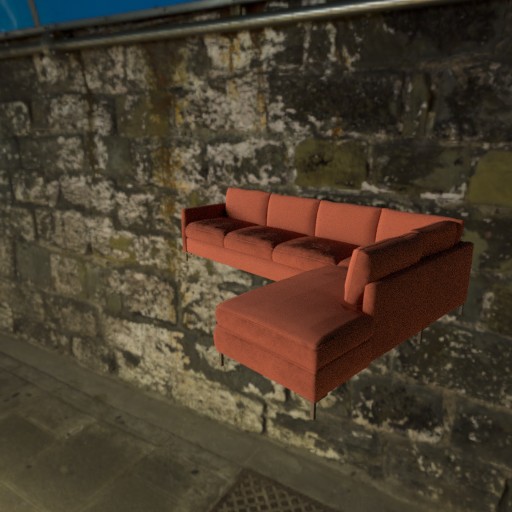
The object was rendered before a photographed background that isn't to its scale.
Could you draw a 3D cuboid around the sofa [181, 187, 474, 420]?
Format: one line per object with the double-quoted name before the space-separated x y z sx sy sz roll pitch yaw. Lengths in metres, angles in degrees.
"sofa" 0.000 0.000 3.587 1.879 0.757 2.736 -15 22 -42
